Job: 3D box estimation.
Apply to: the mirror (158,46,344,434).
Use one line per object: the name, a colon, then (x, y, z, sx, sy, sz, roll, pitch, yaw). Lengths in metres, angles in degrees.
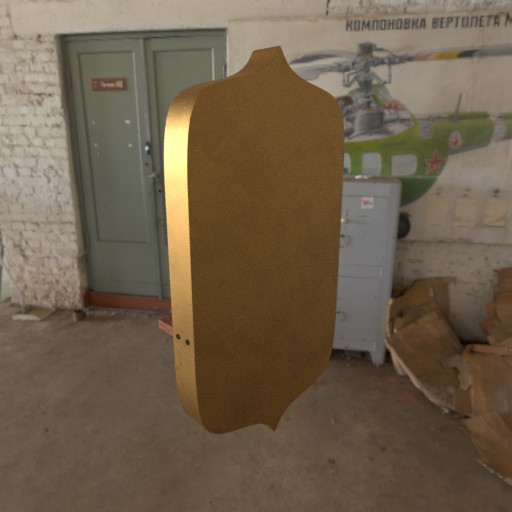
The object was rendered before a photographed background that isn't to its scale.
mirror: (0.000, 0.000, 0.719, 0.323, 0.613, 0.096, -14, 21, -41)
